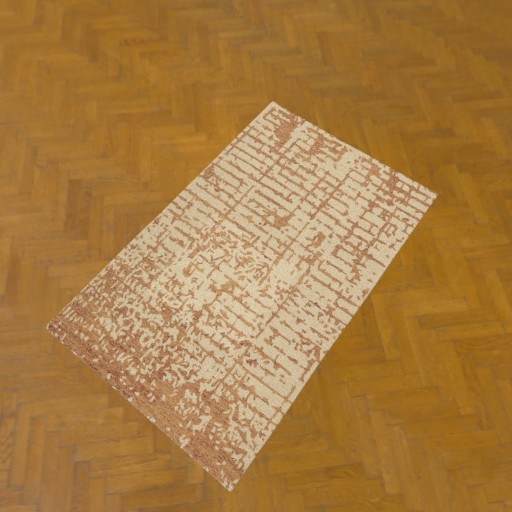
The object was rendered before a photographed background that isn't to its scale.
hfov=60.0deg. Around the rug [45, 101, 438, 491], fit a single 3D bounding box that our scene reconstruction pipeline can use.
[{"bbox_3d":[0.000,0.000,3.035,1.517,0.011,2.435,34,69,16],"label":"rug"}]
